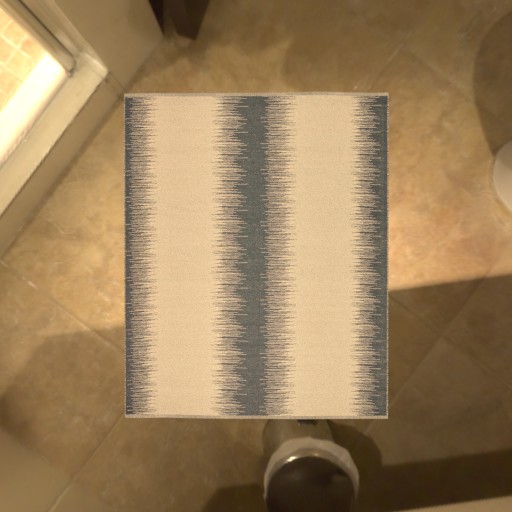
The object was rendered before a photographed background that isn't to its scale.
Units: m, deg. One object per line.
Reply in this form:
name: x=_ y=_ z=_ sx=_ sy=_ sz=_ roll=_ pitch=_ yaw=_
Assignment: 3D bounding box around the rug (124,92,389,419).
rug: x=0.000 y=0.000 z=4.118 sx=2.453 sy=0.004 sz=3.037 roll=0 pitch=90 yaw=1
